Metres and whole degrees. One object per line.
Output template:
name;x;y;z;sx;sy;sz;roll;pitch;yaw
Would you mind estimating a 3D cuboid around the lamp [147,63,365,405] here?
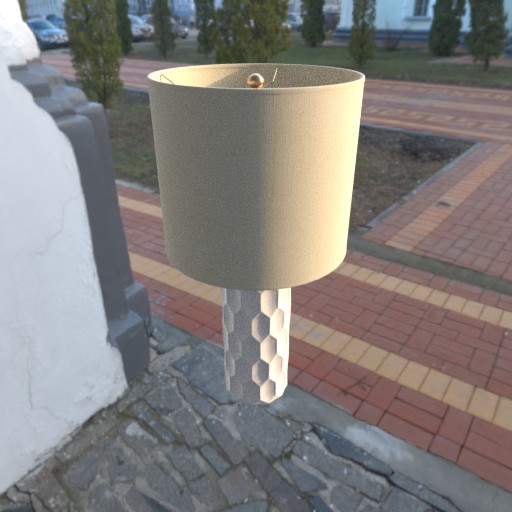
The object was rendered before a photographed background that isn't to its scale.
lamp;0.000;0.000;0.701;0.277;0.537;0.277;-20;34;-32
